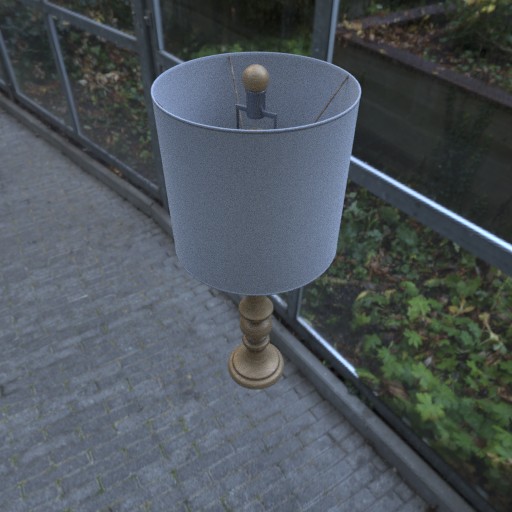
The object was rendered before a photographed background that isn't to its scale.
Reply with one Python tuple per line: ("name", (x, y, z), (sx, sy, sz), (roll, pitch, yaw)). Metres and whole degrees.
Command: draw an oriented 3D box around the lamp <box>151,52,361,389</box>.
("lamp", (0.000, 0.000, 0.718), (0.250, 0.597, 0.250), (-12, 43, -13))
